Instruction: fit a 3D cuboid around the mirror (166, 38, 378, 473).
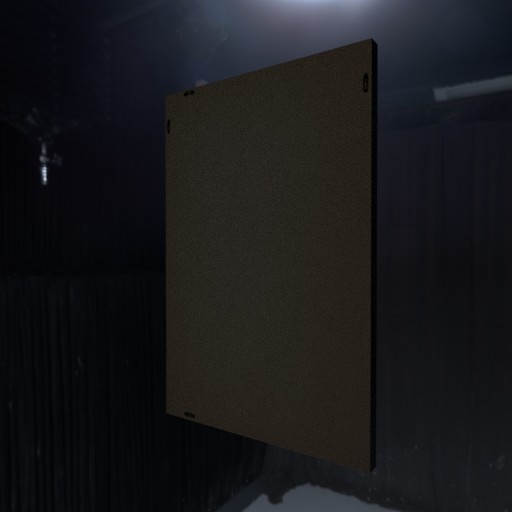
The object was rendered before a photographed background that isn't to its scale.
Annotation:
[{"bbox_3d":[0.000,0.000,1.116,0.609,0.915,0.040,1,1,35],"label":"mirror"}]
